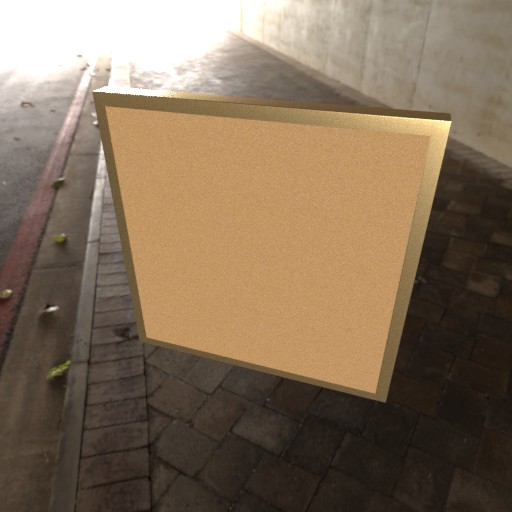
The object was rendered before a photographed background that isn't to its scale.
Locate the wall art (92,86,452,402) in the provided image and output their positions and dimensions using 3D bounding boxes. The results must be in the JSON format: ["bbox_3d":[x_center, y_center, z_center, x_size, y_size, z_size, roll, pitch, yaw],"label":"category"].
[{"bbox_3d":[0.000,0.000,0.451,0.305,0.305,0.023,10,34,15],"label":"wall art"}]
